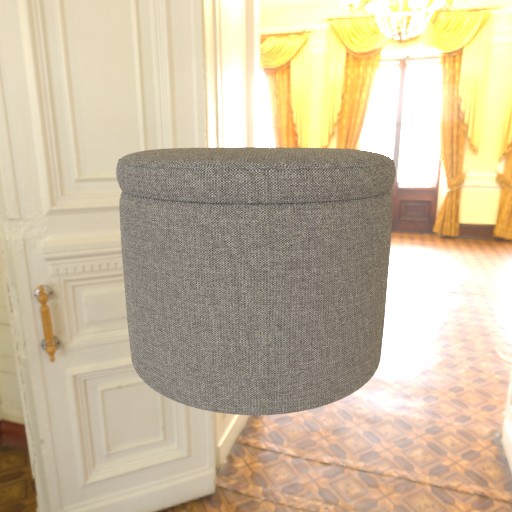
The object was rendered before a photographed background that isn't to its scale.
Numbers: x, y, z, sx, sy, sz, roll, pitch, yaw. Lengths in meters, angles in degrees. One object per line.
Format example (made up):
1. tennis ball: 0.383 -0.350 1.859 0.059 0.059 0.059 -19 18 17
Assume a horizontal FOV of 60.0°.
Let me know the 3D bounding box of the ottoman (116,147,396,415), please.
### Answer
1. ottoman: 0.000 0.000 0.901 0.520 0.430 0.520 0 15 0
